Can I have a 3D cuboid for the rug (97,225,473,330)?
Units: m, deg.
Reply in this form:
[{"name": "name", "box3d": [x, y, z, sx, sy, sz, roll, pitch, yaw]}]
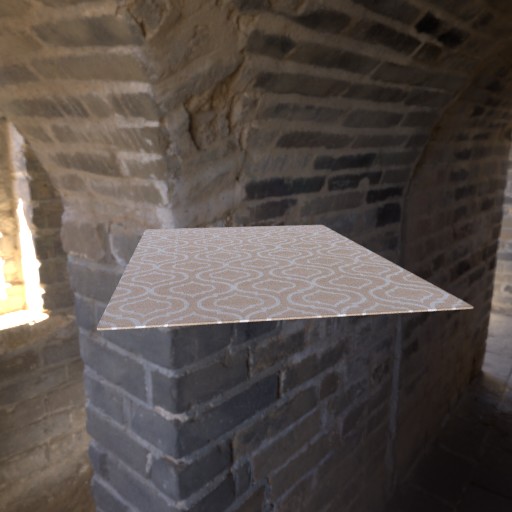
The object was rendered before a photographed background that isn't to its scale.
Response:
[{"name": "rug", "box3d": [0.000, 0.000, 2.770, 1.524, 0.010, 2.134, -2, 14, -9]}]
